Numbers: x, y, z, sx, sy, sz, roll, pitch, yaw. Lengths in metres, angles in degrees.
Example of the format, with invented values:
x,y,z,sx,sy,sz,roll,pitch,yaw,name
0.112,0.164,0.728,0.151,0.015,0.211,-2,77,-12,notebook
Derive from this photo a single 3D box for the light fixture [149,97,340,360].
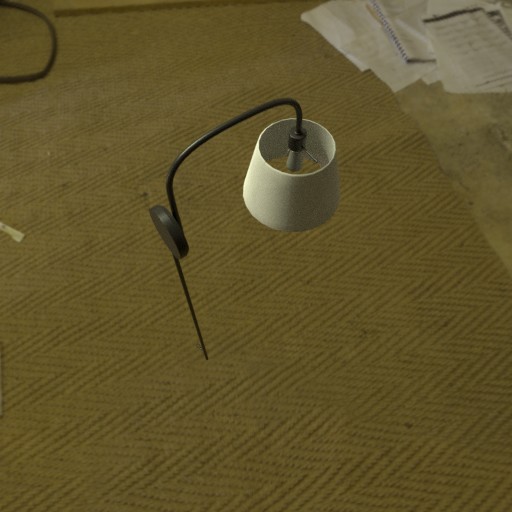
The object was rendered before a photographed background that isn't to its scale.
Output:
x,y,z,sx,sy,sz,roll,pitch,yaw,name
0.000,0.000,0.475,0.176,0.399,0.092,-32,65,-17,light fixture
